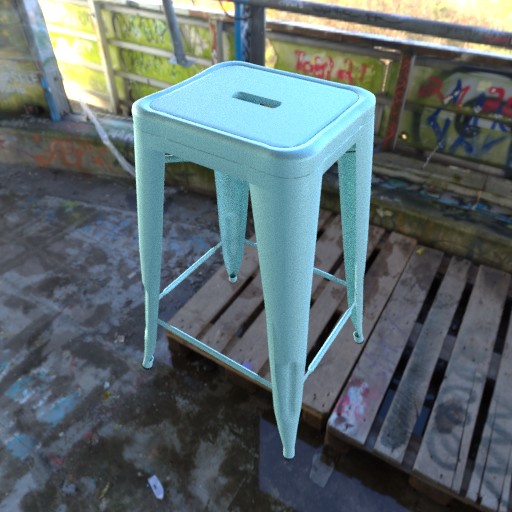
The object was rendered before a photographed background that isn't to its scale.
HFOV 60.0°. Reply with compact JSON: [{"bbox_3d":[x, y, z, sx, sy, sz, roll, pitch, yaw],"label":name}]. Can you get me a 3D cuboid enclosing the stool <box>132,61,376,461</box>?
[{"bbox_3d":[0.000,0.000,0.843,0.399,0.609,0.359,23,46,24],"label":"stool"}]
